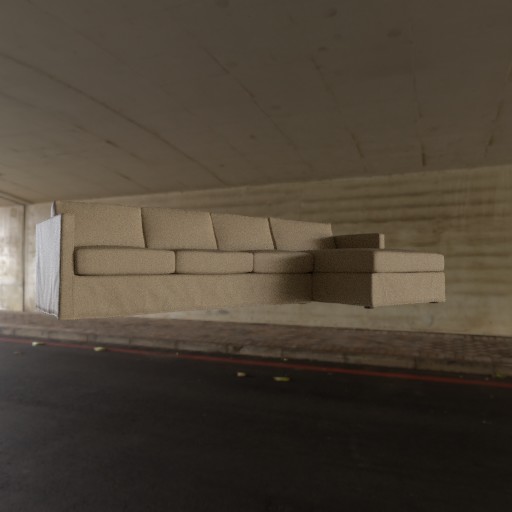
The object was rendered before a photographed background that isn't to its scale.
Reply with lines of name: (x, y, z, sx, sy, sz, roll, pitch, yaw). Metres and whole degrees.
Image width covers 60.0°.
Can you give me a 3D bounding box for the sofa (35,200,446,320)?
sofa: (0.000, 0.000, 3.810, 3.206, 0.871, 1.622, 1, -2, -36)
